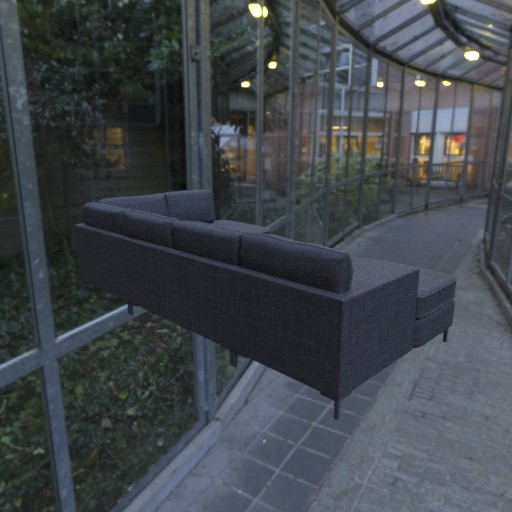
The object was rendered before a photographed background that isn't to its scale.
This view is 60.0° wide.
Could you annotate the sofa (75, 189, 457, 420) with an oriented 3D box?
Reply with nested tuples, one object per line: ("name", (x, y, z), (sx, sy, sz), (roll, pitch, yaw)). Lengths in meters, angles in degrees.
("sofa", (0.000, 0.000, 4.252), (3.423, 0.999, 2.048), (13, 19, 43))
